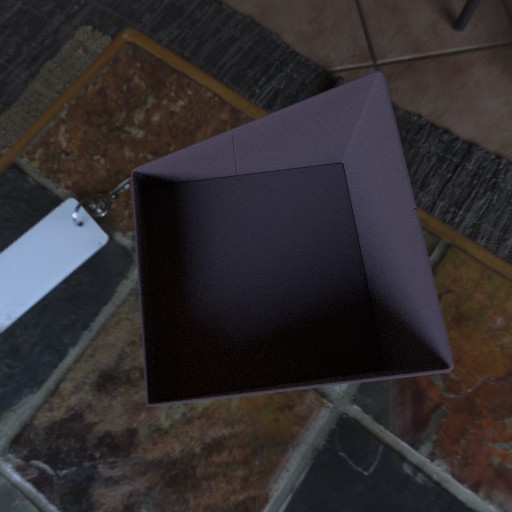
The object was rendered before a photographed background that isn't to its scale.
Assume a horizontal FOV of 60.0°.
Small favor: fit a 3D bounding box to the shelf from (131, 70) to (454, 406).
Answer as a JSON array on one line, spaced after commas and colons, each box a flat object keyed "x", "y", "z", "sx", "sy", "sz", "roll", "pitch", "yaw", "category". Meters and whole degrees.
[{"x": 0.000, "y": 0.000, "z": 0.496, "sx": 0.292, "sy": 0.210, "sz": 0.292, "roll": -7, "pitch": 75, "yaw": -2, "category": "shelf"}]
